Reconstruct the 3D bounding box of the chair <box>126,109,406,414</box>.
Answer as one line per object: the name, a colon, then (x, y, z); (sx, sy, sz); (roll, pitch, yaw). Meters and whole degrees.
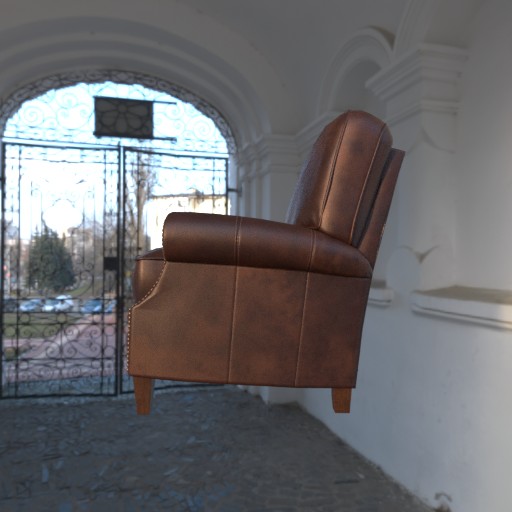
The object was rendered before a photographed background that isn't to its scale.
chair: (0.000, 0.000, 1.784); (0.986, 1.018, 0.936); (0, 0, 1)
